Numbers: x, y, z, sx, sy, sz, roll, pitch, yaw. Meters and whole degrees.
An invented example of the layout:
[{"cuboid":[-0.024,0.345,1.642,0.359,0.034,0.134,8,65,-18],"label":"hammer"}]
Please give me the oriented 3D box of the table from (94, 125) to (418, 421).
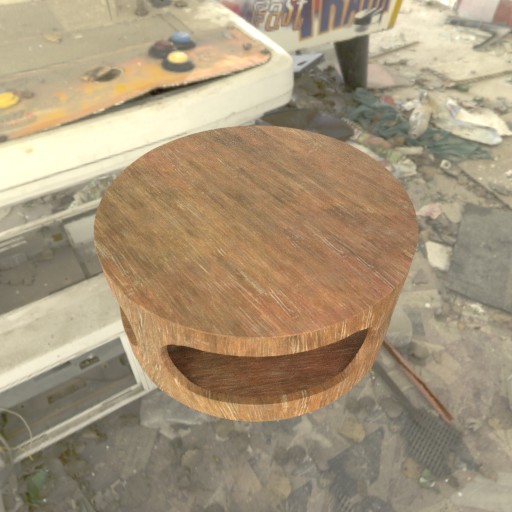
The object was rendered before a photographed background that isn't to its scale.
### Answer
[{"cuboid":[0.000,0.000,1.531,0.974,0.450,0.974,0,45,0],"label":"table"}]
